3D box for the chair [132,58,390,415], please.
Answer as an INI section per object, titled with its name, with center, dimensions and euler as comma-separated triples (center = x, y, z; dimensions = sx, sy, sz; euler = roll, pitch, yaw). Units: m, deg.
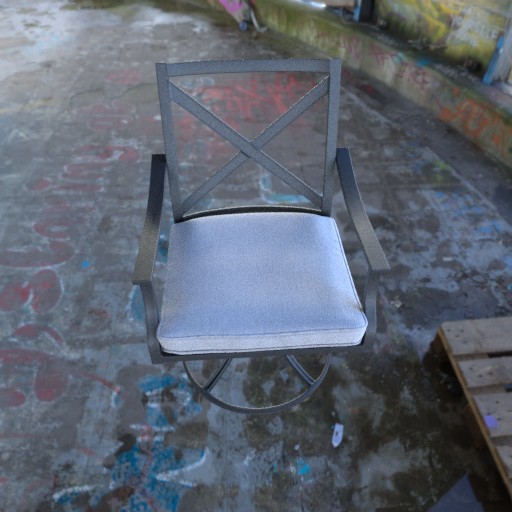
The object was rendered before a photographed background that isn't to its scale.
[chair]
center = 0.000, 0.000, 1.284
dimensions = 0.575, 0.889, 0.620
euler = -3, 46, -3
